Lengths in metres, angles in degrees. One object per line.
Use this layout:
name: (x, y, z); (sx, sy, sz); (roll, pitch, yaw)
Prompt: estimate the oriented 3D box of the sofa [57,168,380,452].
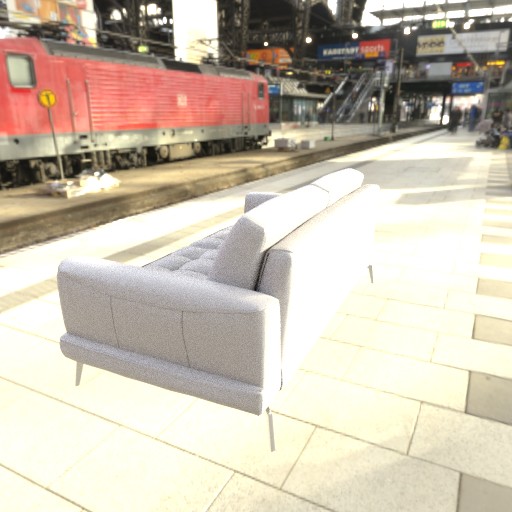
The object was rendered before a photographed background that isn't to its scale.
sofa: (0.000, 0.000, 2.723); (1.121, 0.930, 2.177); (8, 20, 24)
